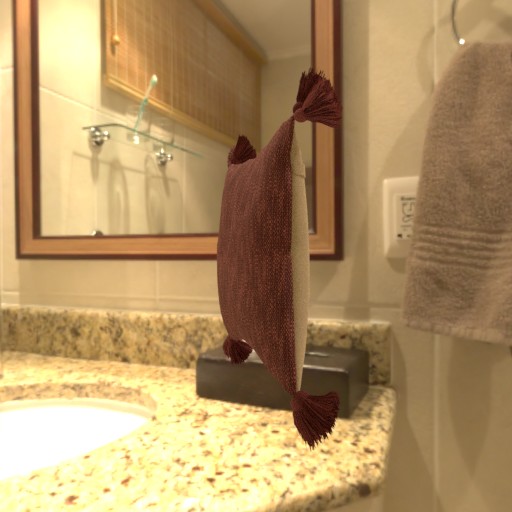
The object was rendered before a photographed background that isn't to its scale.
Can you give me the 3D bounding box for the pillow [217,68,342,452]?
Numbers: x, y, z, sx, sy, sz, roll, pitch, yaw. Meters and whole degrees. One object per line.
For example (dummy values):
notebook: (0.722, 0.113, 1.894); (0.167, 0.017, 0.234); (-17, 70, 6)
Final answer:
pillow: (0.000, 0.000, 0.984); (0.138, 0.659, 0.641); (0, 1, -17)
